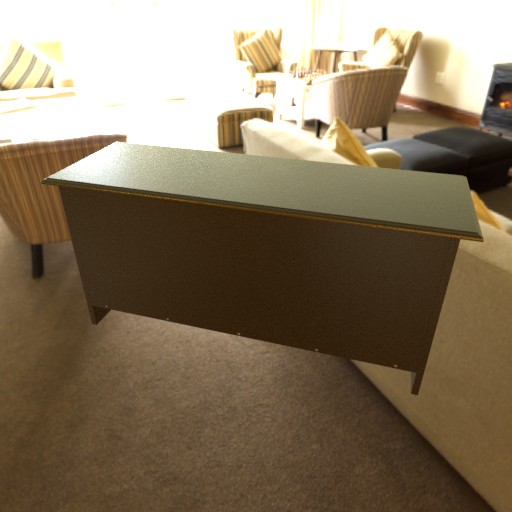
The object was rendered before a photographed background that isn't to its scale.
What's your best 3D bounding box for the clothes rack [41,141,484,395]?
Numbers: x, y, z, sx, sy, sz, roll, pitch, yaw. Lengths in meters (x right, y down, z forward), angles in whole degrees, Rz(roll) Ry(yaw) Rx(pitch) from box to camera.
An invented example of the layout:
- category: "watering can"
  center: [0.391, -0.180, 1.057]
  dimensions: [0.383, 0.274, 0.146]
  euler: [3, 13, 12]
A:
- category: "clothes rack"
  center: [0.000, 0.000, 1.474]
  dimensions: [1.219, 0.556, 0.406]
  euler: [9, 32, 14]
